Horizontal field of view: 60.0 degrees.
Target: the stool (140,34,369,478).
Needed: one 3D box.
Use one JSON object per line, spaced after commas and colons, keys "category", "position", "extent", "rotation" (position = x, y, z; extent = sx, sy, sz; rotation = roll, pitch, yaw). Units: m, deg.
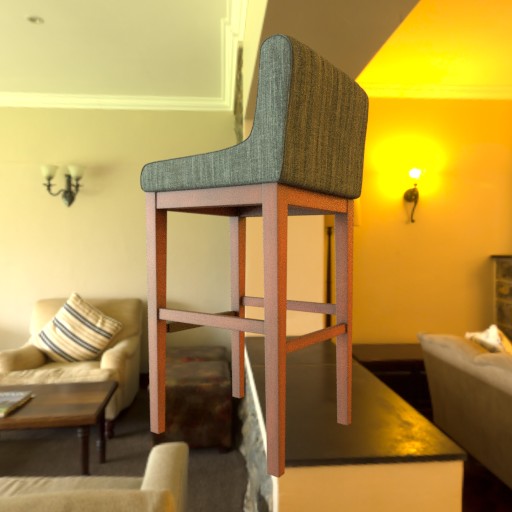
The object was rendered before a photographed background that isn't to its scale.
{"category": "stool", "position": [0.000, 0.000, 1.234], "extent": [0.499, 0.965, 0.426], "rotation": [1, 1, 36]}
